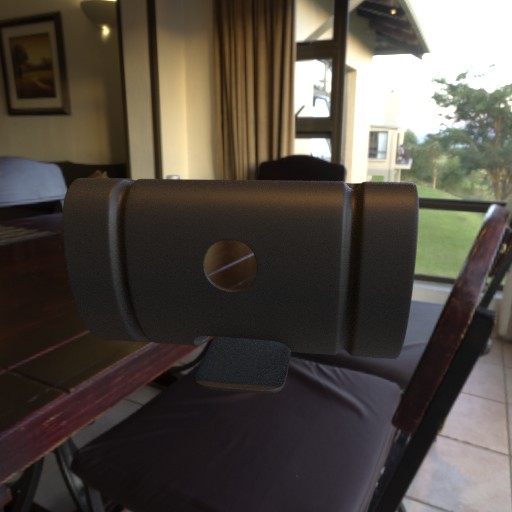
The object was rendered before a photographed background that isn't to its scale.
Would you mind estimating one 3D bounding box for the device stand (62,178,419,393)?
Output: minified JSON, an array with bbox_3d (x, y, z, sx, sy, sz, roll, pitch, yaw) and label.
[{"bbox_3d":[0.000,0.000,0.412,0.256,0.155,0.236,2,15,8],"label":"device stand"}]
